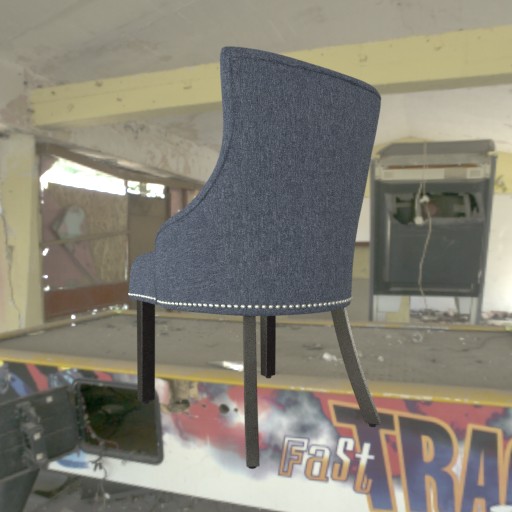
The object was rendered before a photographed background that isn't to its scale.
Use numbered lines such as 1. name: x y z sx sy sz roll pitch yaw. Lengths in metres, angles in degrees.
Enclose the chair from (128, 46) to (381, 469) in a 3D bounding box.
1. chair: 0.000 0.000 1.285 0.566 0.909 0.629 -1 1 -35
